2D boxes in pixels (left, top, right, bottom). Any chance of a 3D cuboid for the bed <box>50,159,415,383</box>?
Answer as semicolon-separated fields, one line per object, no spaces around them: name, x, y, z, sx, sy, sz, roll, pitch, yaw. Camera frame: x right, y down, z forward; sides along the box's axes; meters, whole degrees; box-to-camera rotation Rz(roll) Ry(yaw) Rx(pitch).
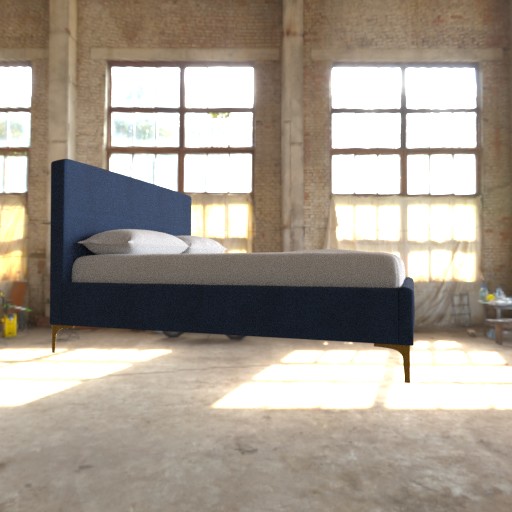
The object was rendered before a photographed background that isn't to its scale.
bed;0.000;0.000;3.236;2.172;1.231;1.723;0;-1;19
